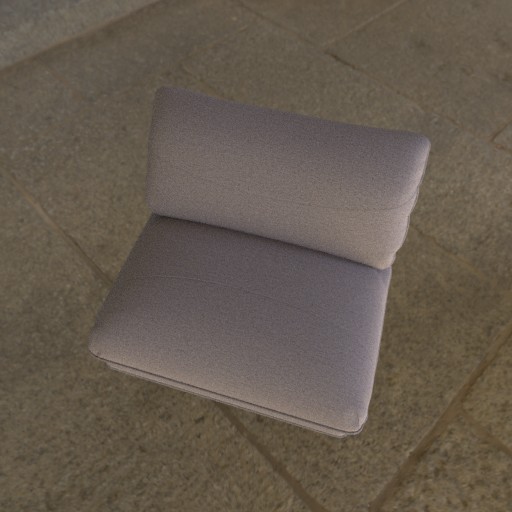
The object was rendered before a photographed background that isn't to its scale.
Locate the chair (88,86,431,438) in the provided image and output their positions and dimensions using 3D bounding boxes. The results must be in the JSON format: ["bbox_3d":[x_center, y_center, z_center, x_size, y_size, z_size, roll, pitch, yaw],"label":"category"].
[{"bbox_3d":[0.000,0.000,1.313,0.820,0.580,0.780,14,58,9],"label":"chair"}]
